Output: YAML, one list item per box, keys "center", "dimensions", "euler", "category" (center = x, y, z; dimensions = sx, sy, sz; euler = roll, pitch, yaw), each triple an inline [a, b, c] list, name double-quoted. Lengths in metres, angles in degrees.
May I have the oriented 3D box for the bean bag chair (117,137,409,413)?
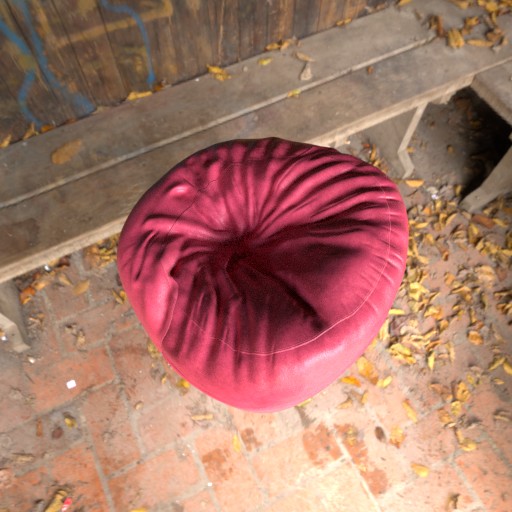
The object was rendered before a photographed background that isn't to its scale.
- center: [0.000, 0.000, 2.471]
  dimensions: [1.524, 0.878, 1.524]
  euler: [31, 67, 15]
  category: "bean bag chair"
